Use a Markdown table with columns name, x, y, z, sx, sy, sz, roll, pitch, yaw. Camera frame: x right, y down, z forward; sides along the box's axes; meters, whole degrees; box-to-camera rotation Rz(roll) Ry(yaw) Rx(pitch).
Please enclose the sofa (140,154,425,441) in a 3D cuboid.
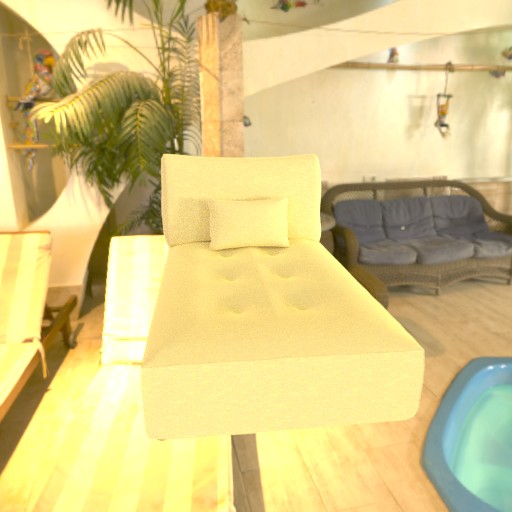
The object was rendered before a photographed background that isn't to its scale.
| name | x | y | z | sx | sy | sz | roll | pitch | yaw |
| --- | --- | --- | --- | --- | --- | --- | --- | --- | --- |
| sofa | 0.000 | 0.000 | 2.025 | 0.930 | 0.820 | 1.450 | -2 | 17 | -7 |
